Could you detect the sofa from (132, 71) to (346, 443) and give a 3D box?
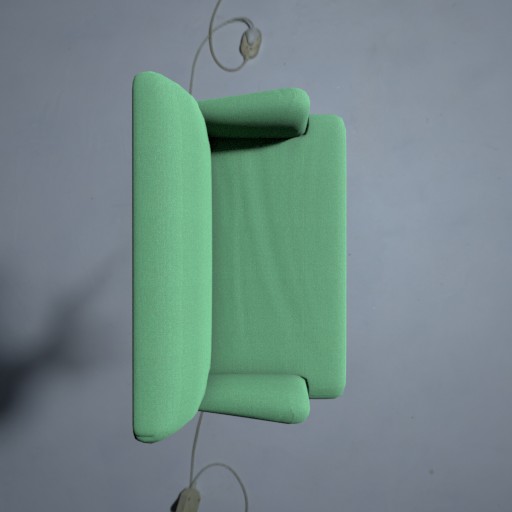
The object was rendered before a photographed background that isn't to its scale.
[{"bbox_3d":[0.000,0.000,1.813,0.779,0.889,1.297,0,90,0],"label":"sofa"}]
